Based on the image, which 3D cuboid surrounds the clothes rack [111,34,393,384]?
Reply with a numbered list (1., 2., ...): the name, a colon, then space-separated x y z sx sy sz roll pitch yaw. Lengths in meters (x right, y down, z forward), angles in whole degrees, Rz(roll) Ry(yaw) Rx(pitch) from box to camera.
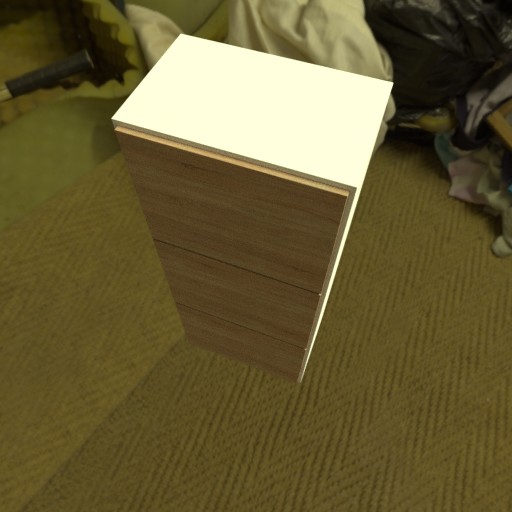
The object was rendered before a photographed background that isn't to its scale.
1. clothes rack: 0.000 0.000 1.408 0.500 1.187 0.331 18 60 11
